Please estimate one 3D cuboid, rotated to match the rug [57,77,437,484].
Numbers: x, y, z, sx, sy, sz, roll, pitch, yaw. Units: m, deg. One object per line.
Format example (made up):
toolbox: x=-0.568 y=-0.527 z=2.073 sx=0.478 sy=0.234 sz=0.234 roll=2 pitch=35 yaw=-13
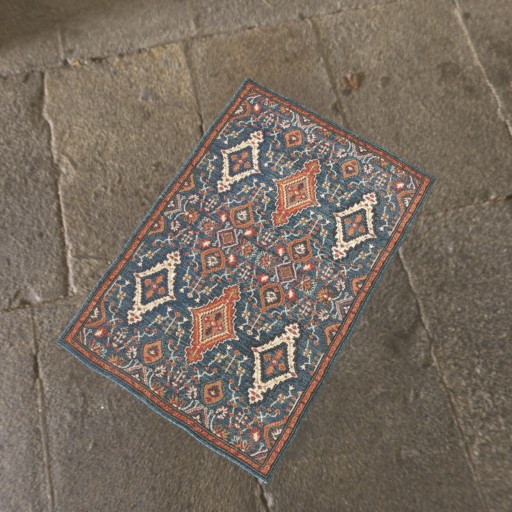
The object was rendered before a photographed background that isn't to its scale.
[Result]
rug: x=0.000 y=0.000 z=3.028 sx=1.622 sy=0.009 sz=2.373 roll=31 pitch=77 yaw=8
